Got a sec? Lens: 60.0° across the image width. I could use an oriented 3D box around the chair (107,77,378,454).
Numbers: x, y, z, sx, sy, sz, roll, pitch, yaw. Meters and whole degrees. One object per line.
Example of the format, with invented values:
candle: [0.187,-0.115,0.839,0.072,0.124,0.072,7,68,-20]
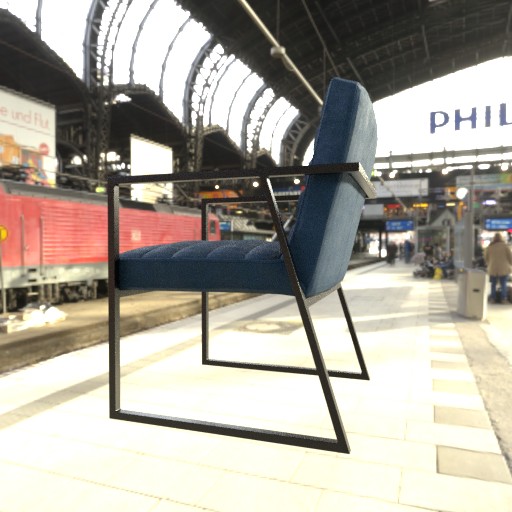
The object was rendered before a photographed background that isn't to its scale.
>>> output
chair: [0.000,0.000,1.308,0.677,0.833,0.571,0,1,19]
